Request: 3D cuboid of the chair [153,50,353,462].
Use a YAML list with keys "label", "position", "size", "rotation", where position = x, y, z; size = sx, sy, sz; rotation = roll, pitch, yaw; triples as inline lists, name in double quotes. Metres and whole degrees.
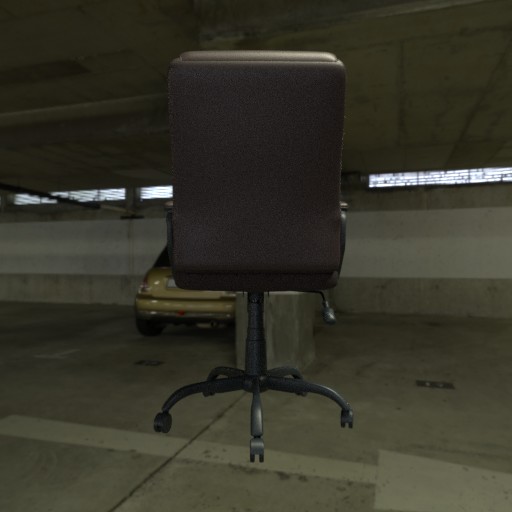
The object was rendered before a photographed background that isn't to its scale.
- label: "chair"
  position: [0.000, 0.000, 1.436]
  size: [0.615, 1.072, 0.655]
  rotation: [0, -1, -1]
